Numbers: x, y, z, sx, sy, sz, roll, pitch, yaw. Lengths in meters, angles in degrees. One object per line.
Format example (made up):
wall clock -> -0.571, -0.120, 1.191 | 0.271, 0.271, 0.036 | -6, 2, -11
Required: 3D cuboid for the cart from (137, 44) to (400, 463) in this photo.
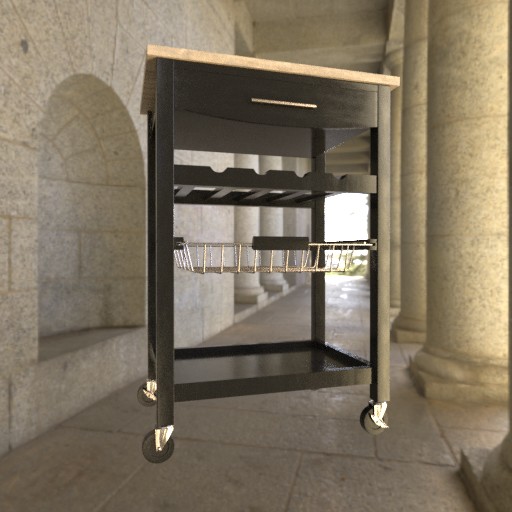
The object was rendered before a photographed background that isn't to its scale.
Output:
cart -> 0.000, 0.000, 1.144 | 0.584, 0.839, 0.403 | 0, 0, -17
